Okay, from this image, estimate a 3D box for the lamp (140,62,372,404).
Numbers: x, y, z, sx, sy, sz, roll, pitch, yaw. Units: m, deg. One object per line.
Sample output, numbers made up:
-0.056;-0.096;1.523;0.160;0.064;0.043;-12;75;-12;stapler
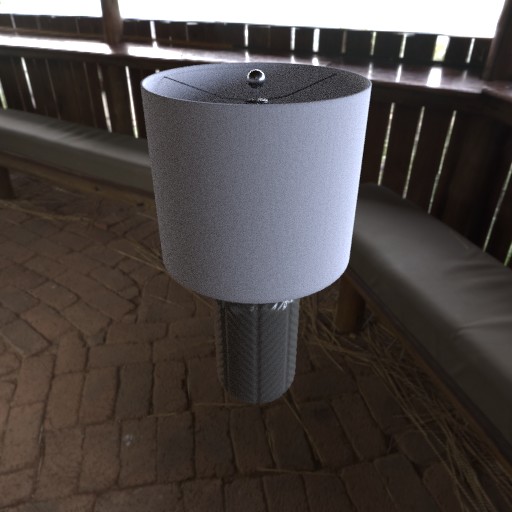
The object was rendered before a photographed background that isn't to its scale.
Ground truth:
0.000;0.000;0.496;0.203;0.389;0.203;-20;37;-30;lamp
